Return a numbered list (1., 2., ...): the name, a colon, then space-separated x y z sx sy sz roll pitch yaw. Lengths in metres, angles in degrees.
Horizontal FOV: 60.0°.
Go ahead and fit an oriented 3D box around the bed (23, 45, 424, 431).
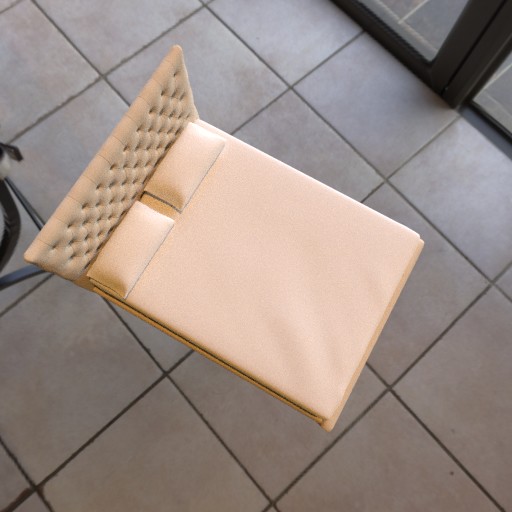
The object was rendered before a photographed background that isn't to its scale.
1. bed: 0.000 0.000 3.307 2.233 1.426 1.696 29 78 7
